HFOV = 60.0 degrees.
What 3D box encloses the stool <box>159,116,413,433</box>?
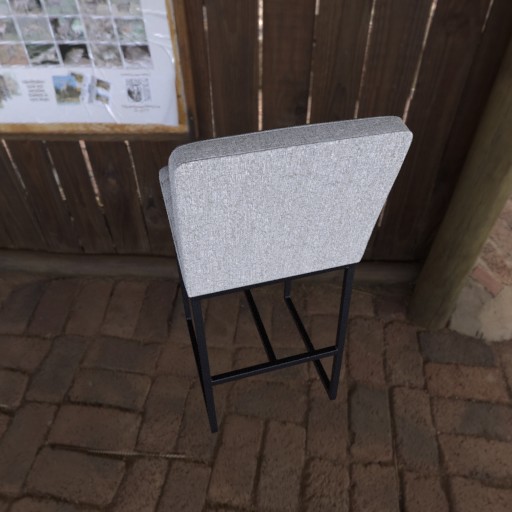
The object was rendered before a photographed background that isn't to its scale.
[{"bbox_3d":[0.000,0.000,1.306,0.459,1.034,0.571,-11,43,-12],"label":"stool"}]
